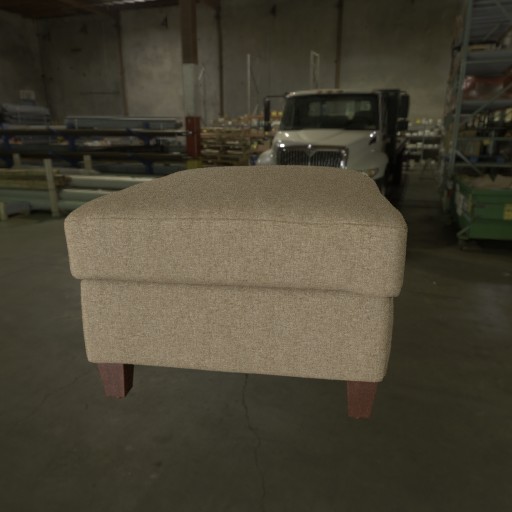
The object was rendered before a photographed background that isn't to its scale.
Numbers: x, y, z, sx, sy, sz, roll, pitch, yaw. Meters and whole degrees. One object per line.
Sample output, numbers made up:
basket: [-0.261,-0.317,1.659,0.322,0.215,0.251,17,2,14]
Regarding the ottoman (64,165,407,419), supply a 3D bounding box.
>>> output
ottoman: [0.000,0.000,1.306,0.692,0.511,0.889,2,16,8]
